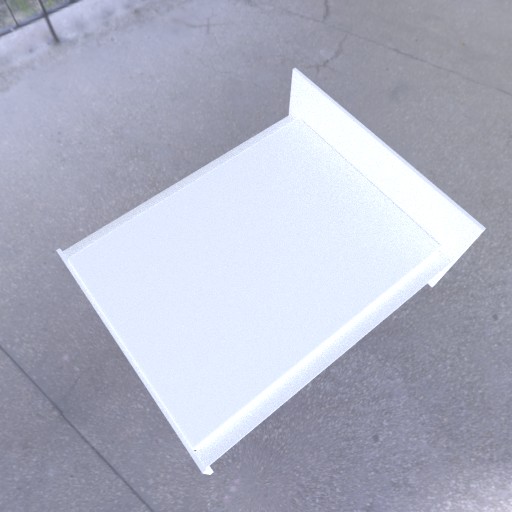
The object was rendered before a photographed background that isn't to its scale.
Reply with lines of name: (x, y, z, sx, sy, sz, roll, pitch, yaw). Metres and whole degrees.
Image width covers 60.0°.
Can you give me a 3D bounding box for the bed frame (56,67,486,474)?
bed frame: (0.000, 0.000, 2.821, 1.960, 0.800, 1.622, -35, 68, -16)
